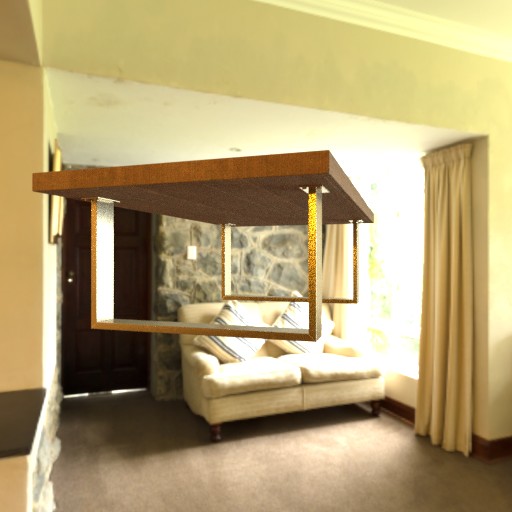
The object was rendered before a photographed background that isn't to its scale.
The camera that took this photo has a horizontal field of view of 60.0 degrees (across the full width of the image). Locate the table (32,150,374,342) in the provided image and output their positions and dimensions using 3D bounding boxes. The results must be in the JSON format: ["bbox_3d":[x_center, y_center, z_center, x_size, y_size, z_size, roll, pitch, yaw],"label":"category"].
[{"bbox_3d":[0.000,0.000,1.727,0.800,0.440,1.400,0,0,19],"label":"table"}]
